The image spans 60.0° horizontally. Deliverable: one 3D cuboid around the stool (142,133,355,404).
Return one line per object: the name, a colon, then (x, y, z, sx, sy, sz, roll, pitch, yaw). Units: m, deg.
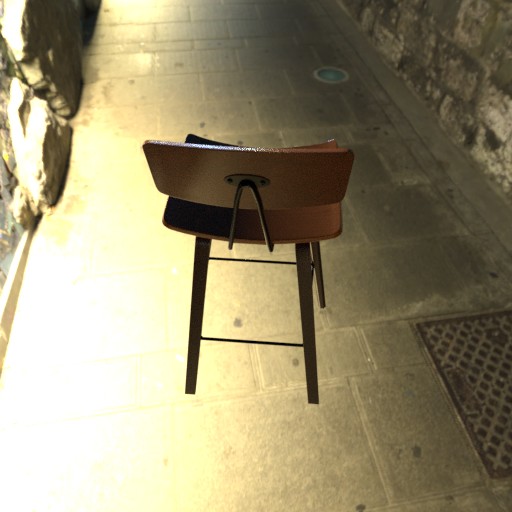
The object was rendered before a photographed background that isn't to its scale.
stool: (0.000, 0.000, 1.241, 0.509, 0.969, 0.440, 3, 47, 3)
